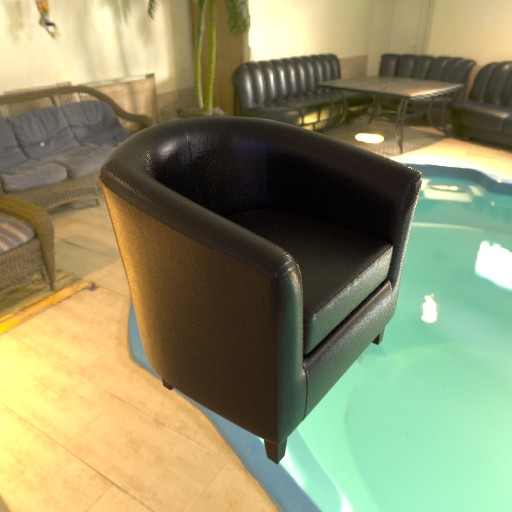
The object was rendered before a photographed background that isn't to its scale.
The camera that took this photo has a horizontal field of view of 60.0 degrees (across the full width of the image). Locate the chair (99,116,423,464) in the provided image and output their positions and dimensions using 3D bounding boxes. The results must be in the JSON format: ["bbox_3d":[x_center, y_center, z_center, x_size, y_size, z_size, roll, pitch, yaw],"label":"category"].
[{"bbox_3d":[0.000,0.000,1.400,0.727,0.756,0.793,21,35,33],"label":"chair"}]
